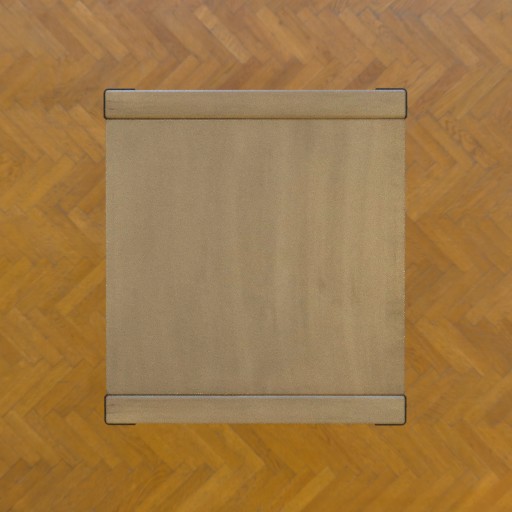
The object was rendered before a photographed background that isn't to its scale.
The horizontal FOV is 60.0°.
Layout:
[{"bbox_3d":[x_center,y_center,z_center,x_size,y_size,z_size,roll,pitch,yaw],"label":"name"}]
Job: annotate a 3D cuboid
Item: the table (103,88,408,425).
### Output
[{"bbox_3d":[0.000,0.000,0.930,0.459,0.561,0.510,0,90,0],"label":"table"}]
